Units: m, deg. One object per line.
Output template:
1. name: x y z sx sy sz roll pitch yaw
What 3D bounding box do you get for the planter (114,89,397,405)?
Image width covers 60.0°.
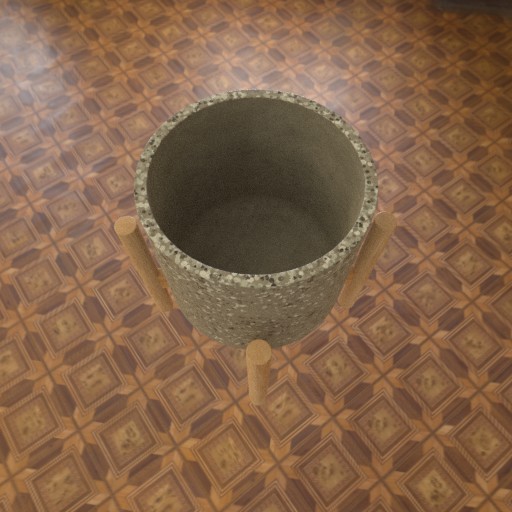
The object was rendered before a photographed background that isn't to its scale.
1. planter: 0.000 0.000 0.548 0.284 0.320 0.284 19 64 10
